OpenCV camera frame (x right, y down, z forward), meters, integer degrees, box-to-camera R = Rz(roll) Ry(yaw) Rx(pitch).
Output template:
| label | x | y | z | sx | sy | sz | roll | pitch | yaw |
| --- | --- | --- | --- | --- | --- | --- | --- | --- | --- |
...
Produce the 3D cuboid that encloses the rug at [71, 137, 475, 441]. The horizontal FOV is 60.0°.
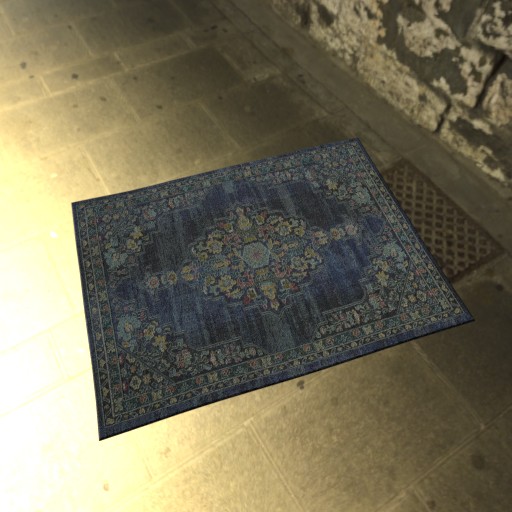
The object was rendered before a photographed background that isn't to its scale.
| label | x | y | z | sx | sy | sz | roll | pitch | yaw |
| --- | --- | --- | --- | --- | --- | --- | --- | --- | --- |
| rug | 0.000 | 0.000 | 4.693 | 3.612 | 0.035 | 2.716 | -15 | 58 | -10 |
